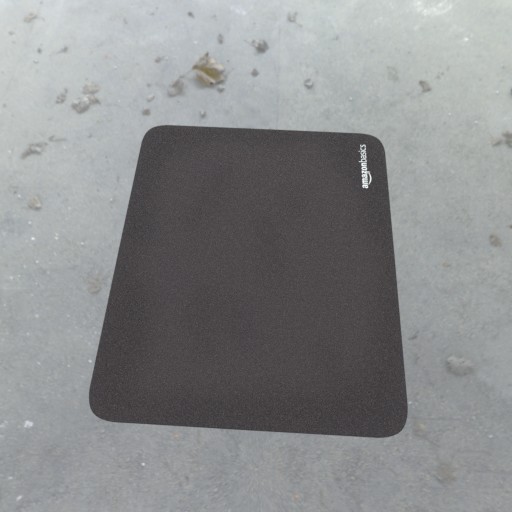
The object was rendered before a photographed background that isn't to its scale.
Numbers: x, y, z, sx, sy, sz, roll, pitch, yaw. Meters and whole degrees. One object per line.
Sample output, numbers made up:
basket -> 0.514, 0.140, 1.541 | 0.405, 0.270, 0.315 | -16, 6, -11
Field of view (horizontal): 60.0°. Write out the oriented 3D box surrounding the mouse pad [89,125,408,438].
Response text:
mouse pad -> 0.000, 0.000, 0.339 | 0.211, 0.002, 0.249 | 3, 64, 1
